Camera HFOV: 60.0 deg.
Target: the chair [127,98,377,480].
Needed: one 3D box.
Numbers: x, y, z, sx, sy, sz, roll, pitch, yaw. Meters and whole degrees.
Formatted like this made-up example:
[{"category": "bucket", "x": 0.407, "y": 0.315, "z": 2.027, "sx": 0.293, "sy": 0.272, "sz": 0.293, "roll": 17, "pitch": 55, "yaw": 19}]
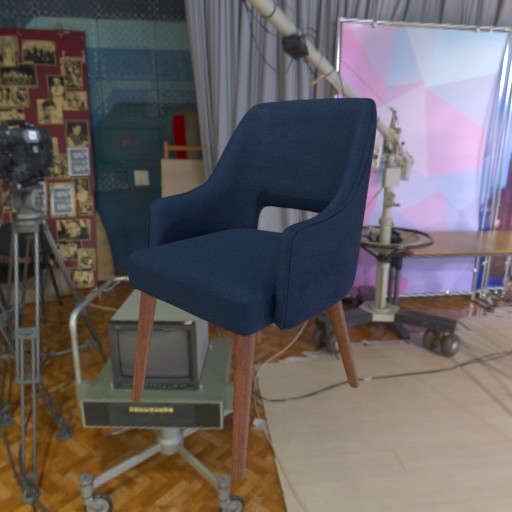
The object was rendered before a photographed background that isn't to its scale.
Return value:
[{"category": "chair", "x": 0.000, "y": 0.000, "z": 1.230, "sx": 0.559, "sy": 0.844, "sz": 0.591, "roll": 15, "pitch": 22, "yaw": 41}]
